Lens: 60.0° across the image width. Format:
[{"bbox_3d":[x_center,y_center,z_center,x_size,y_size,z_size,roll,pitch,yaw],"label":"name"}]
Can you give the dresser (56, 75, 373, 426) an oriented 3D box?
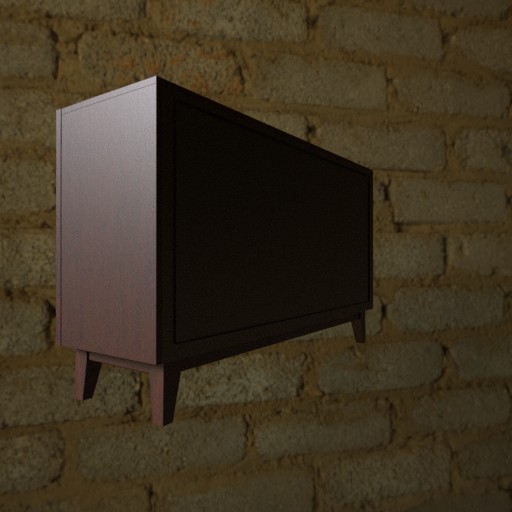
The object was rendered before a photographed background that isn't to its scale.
[{"bbox_3d":[0.000,0.000,1.992,0.499,0.971,1.609,0,0,35],"label":"dresser"}]
